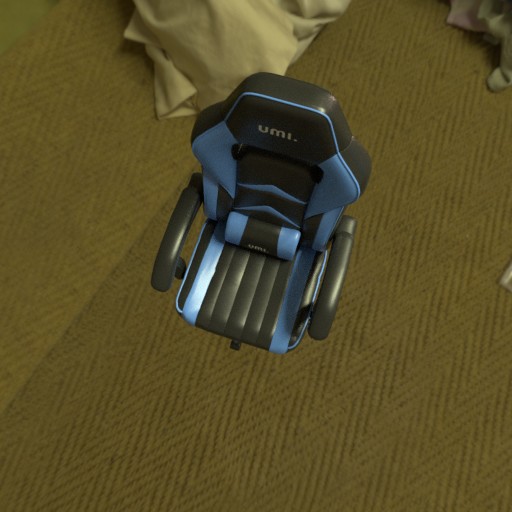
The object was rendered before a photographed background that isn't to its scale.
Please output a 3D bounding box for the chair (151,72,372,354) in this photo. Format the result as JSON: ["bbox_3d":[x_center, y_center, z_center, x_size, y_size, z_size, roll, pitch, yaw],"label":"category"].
[{"bbox_3d":[0.000,0.000,1.684,0.700,1.280,0.700,17,77,4],"label":"chair"}]
